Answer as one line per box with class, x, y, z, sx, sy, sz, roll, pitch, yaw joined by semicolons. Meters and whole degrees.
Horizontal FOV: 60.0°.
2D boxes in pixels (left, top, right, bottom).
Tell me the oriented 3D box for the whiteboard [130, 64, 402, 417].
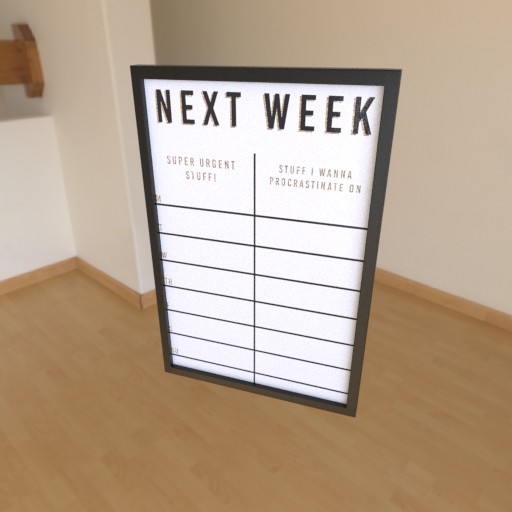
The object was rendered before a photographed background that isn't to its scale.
whiteboard;0.000;0.000;0.776;0.406;0.611;0.026;8;27;17
